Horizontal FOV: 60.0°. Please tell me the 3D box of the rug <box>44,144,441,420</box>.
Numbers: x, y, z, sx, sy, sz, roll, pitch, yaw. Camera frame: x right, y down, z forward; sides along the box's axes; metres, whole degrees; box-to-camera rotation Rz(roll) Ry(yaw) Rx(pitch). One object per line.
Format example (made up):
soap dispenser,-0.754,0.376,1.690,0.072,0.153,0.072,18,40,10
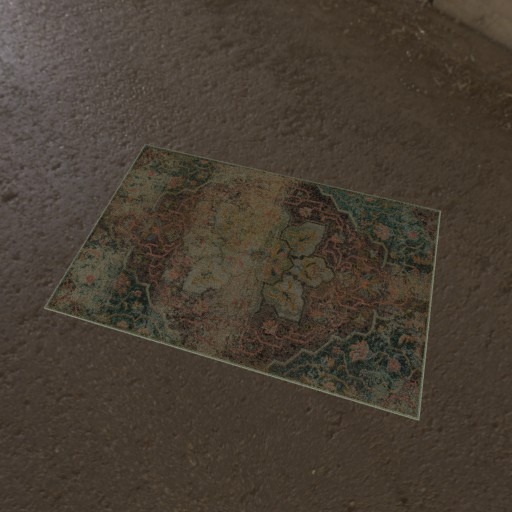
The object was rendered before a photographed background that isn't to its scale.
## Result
rug,0.000,0.000,3.007,2.363,0.004,1.566,15,59,9
